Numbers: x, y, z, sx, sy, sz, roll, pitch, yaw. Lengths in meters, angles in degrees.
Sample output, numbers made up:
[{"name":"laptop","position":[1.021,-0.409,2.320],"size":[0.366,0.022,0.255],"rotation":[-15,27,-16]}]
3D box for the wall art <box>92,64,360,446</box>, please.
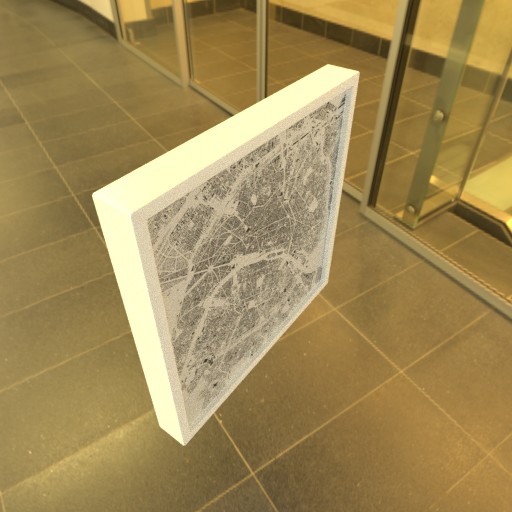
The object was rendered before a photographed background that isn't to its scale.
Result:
[{"name":"wall art","position":[0.000,0.000,0.468],"size":[0.038,0.305,0.305],"rotation":[26,48,26]}]
